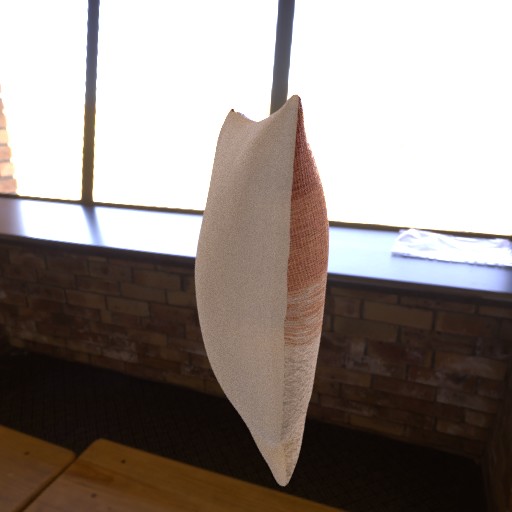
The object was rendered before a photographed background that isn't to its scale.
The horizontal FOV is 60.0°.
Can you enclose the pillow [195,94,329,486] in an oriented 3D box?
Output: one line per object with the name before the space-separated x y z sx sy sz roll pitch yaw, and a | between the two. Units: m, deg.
pillow | 0.000 0.000 0.665 0.182 0.441 0.440 -3 18 -10
